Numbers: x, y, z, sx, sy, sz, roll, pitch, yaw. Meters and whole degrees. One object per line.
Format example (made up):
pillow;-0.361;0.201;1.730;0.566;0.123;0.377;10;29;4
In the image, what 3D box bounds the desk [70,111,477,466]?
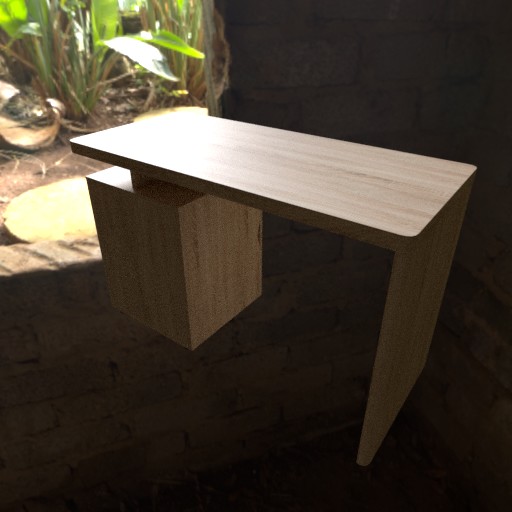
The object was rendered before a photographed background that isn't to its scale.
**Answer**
desk;0.000;0.000;1.589;1.200;0.760;0.550;20;36;31
